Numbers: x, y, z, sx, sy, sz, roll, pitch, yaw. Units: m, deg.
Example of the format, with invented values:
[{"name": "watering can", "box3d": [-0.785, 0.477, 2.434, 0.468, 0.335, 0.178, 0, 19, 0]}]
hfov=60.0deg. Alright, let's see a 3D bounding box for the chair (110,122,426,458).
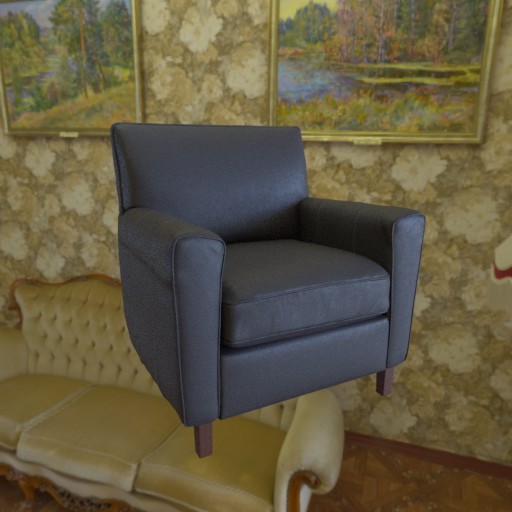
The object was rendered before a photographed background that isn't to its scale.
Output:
[{"name": "chair", "box3d": [0.000, 0.000, 1.608, 0.870, 0.943, 0.825, -7, 16, -27]}]
